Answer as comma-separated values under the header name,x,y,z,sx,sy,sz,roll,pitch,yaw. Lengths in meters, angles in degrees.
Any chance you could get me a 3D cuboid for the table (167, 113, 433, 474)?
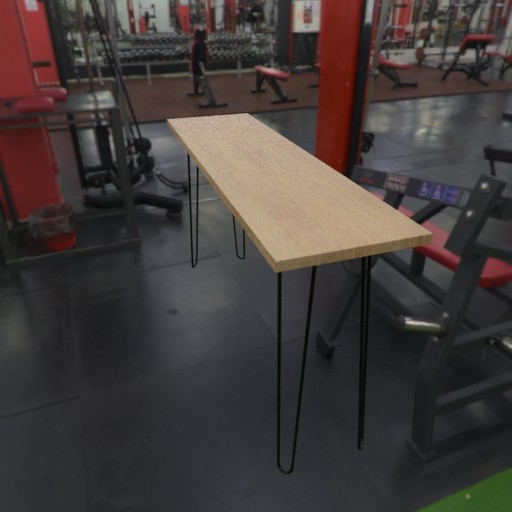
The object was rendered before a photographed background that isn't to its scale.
name,x,y,z,sx,sy,sz,roll,pitch,yaw
table,0.000,0.000,1.759,0.399,0.799,1.400,-10,31,-17
